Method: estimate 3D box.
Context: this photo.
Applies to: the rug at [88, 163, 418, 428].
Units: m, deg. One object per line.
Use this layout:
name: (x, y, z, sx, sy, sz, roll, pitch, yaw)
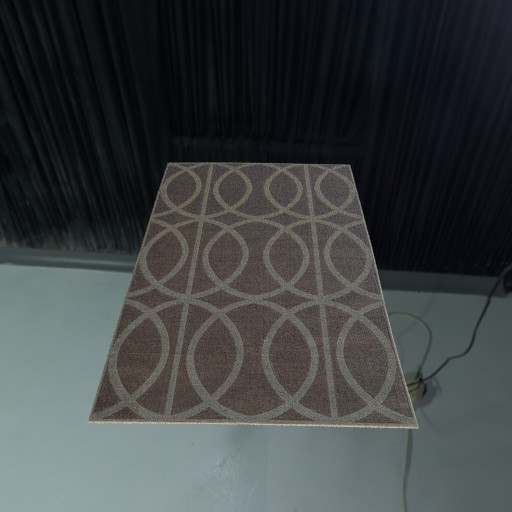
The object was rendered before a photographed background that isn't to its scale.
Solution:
rug: (0.000, 0.000, 2.867, 1.526, 0.014, 2.290, 1, 43, 1)
